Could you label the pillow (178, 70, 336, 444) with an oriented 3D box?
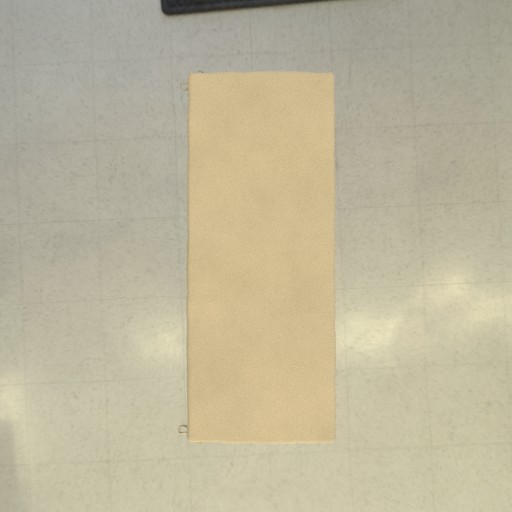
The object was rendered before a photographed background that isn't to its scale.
[{"bbox_3d":[0.000,0.000,1.387,0.492,0.081,1.187,0,89,0],"label":"pillow"}]
